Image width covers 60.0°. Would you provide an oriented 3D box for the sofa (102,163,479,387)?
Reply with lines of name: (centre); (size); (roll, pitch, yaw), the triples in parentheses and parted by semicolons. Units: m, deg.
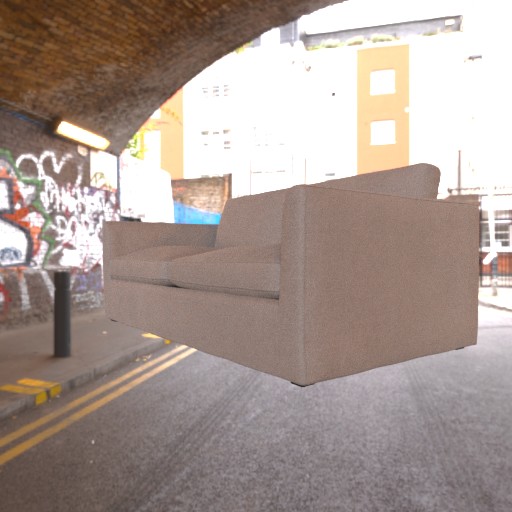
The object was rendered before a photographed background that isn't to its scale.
sofa: (0.000, 0.000, 2.407); (1.091, 0.839, 1.905); (0, 0, -37)
